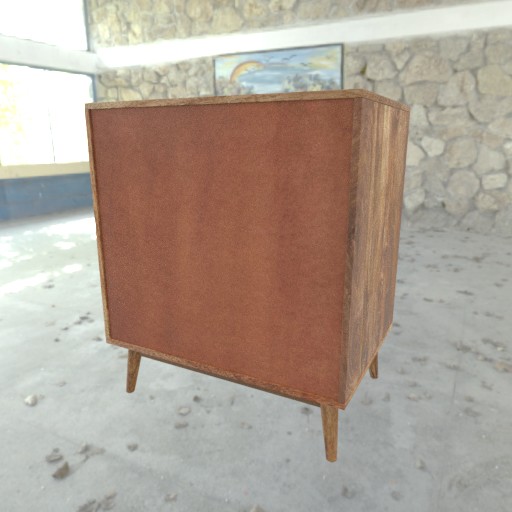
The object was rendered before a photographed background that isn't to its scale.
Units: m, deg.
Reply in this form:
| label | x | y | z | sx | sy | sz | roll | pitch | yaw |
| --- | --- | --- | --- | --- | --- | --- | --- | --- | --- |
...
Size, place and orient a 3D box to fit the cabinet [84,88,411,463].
| label | x | y | z | sx | sy | sz | roll | pitch | yaw |
| --- | --- | --- | --- | --- | --- | --- | --- | --- | --- |
| cabinet | 0.000 | 0.000 | 1.172 | 0.647 | 0.758 | 0.473 | 8 | 17 | 27 |
